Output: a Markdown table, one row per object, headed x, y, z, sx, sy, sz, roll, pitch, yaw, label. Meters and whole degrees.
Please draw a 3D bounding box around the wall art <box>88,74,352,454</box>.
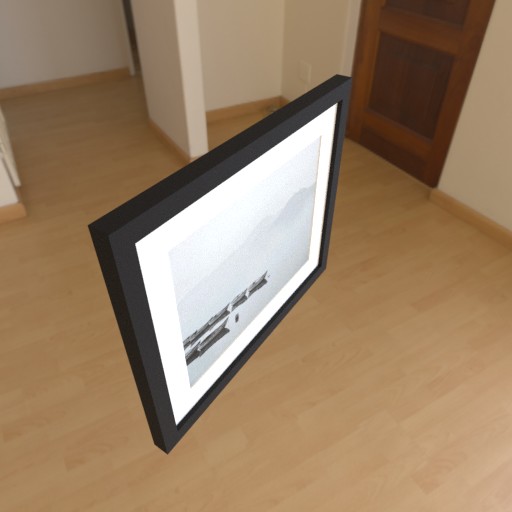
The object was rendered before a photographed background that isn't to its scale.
| x | y | z | sx | sy | sz | roll | pitch | yaw | label |
| --- | --- | --- | --- | --- | --- | --- | --- | --- | --- |
| 0.000 | 0.000 | 0.761 | 0.030 | 0.454 | 0.554 | 24 | 46 | 26 | wall art |
